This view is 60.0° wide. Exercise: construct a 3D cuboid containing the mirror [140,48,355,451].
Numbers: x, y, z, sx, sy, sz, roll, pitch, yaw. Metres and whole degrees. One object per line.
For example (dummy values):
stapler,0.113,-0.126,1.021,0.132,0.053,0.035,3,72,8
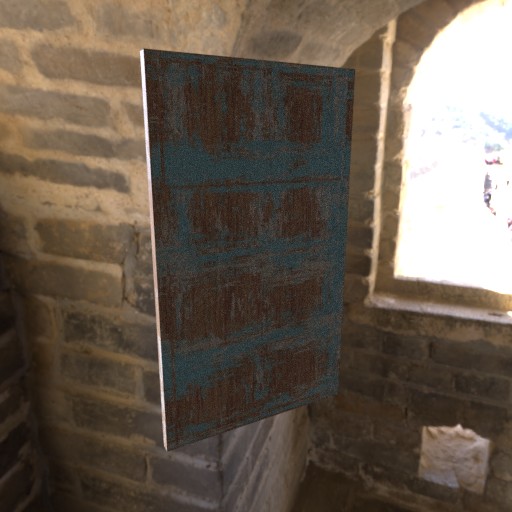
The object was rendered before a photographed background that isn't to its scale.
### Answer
mirror,0.000,0.000,1.495,0.707,1.213,0.083,-8,16,-28
